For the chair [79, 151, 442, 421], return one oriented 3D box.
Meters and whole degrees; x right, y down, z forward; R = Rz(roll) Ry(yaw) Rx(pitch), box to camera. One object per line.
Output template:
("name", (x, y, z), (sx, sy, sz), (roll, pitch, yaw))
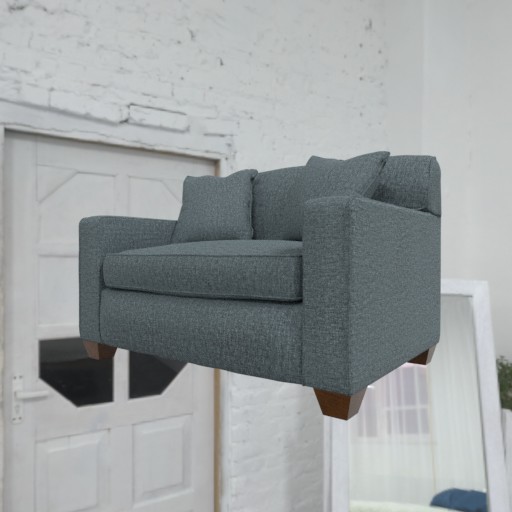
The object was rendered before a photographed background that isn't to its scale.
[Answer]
("chair", (0.000, 0.000, 2.016), (1.383, 0.948, 1.000), (0, 1, 37))
